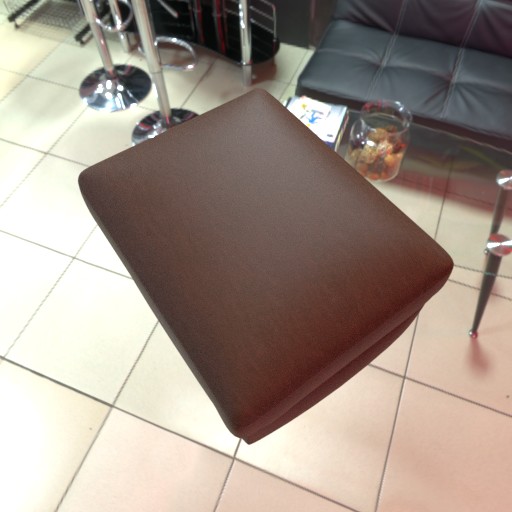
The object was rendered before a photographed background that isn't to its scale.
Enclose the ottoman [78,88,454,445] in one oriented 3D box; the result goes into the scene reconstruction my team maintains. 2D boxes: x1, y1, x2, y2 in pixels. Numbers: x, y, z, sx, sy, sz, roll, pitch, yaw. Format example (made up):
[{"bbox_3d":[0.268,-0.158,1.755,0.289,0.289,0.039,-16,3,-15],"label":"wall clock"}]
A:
[{"bbox_3d":[0.000,0.000,1.216,0.635,0.508,0.787,-31,63,-18],"label":"ottoman"}]
